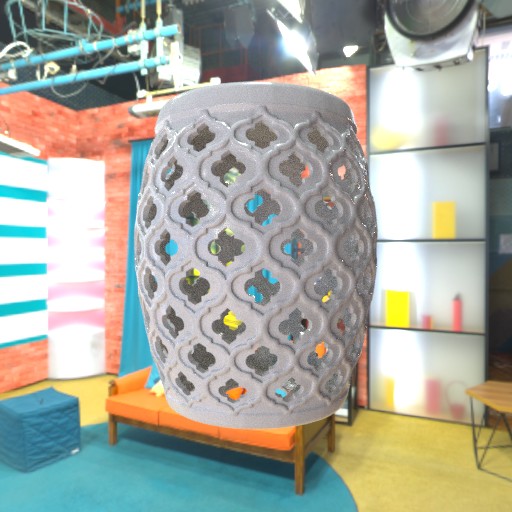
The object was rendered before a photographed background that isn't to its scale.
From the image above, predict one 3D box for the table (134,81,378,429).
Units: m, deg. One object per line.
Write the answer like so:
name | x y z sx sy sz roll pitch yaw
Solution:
table | 0.000 0.000 0.614 0.325 0.388 0.325 0 1 0
